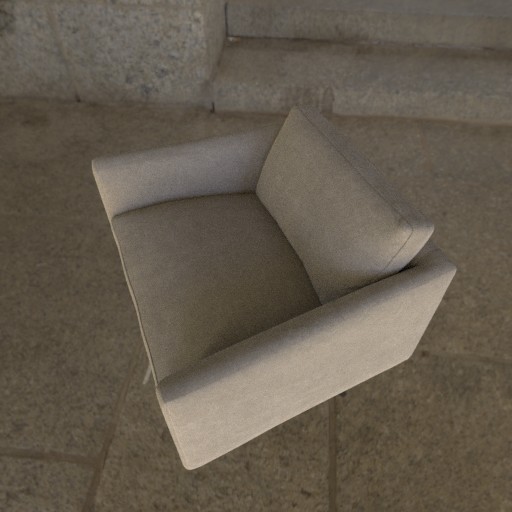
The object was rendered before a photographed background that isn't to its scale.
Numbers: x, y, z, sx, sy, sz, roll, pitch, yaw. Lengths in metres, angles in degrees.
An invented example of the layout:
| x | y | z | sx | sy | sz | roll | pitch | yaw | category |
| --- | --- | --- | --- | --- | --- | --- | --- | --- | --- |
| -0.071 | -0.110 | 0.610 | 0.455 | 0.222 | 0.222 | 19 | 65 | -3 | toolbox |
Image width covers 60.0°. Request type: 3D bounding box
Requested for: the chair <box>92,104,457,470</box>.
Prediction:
| x | y | z | sx | sy | sz | roll | pitch | yaw | category |
| --- | --- | --- | --- | --- | --- | --- | --- | --- | --- |
| 0.000 | 0.000 | 1.852 | 1.091 | 0.845 | 1.190 | -17 | 51 | -15 | chair |
